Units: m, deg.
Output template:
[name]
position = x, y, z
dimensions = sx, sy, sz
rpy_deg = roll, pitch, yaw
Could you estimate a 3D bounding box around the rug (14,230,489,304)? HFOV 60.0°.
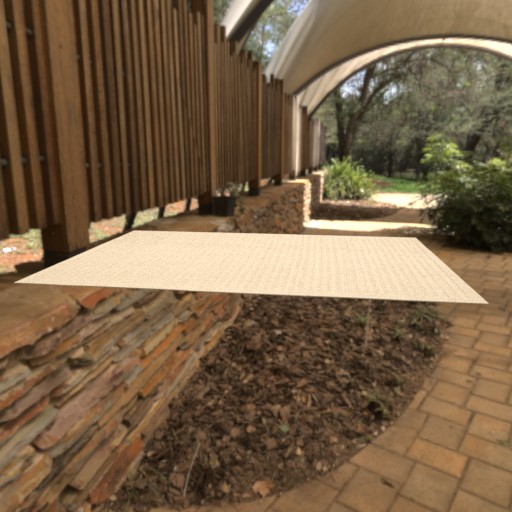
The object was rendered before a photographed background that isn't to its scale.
[rug]
position = 0.000, 0.000, 2.844
dimensions = 2.289, 0.006, 1.523
rpy_deg = 2, 14, 8
